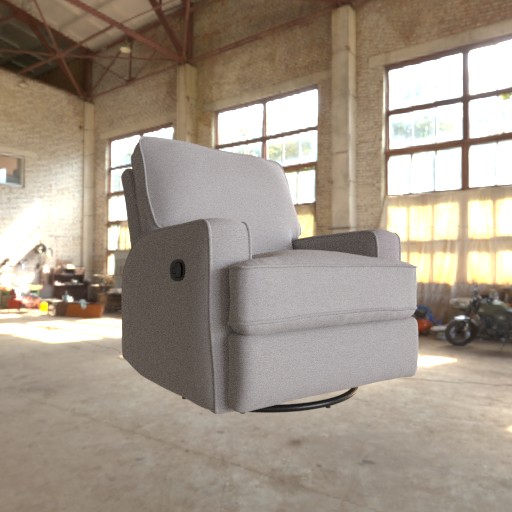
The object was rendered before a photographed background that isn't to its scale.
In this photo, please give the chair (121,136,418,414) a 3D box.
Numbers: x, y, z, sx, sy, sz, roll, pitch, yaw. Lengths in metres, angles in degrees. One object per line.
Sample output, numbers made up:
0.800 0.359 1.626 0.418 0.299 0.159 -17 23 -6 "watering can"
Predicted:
0.000 0.000 1.716 0.861 0.964 0.969 1 -2 -36 "chair"
